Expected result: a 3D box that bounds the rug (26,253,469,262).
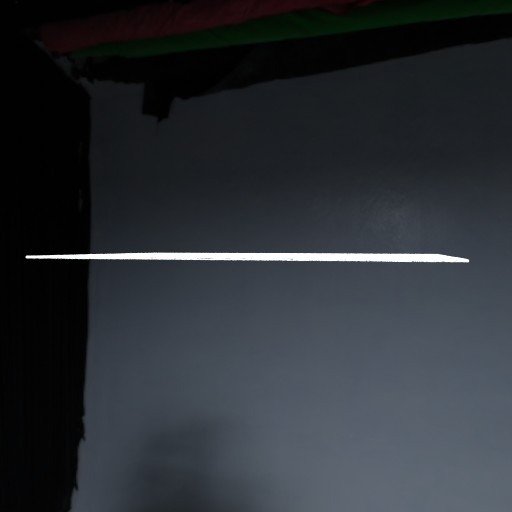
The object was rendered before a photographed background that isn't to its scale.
[{"bbox_3d":[0.000,0.000,3.046,2.444,0.012,1.530,0,1,17],"label":"rug"}]
